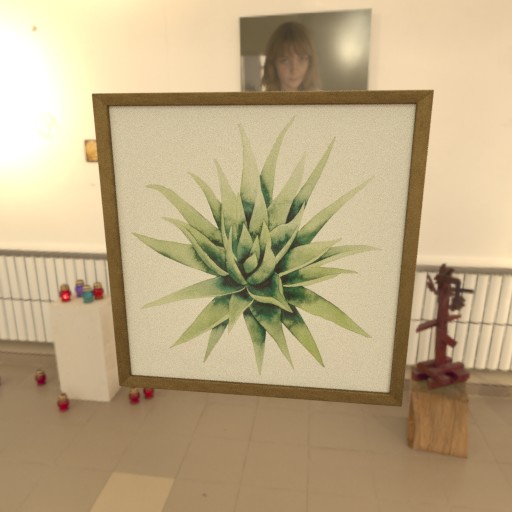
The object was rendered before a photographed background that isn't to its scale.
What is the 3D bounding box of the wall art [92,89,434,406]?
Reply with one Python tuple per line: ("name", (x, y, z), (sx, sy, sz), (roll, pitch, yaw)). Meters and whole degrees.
("wall art", (0.000, 0.000, 0.729), (0.503, 0.506, 0.030), (2, 16, 7))
